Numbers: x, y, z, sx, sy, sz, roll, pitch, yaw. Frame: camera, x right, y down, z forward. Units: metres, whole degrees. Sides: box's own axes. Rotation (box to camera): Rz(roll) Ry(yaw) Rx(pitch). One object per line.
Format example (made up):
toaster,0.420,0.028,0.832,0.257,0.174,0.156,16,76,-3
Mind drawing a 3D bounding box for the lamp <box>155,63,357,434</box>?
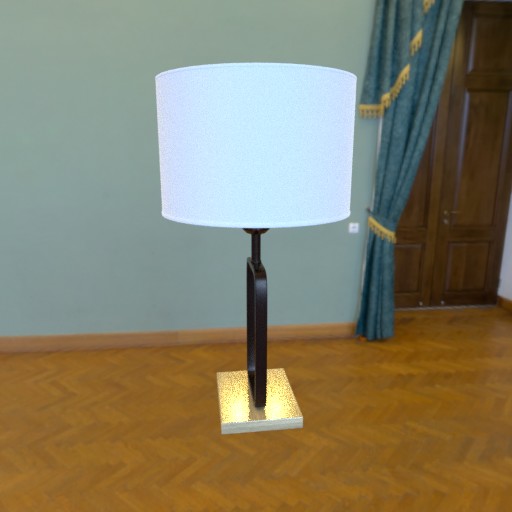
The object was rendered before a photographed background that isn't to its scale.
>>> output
lamp,0.000,0.000,0.686,0.279,0.508,0.279,-2,14,-7
